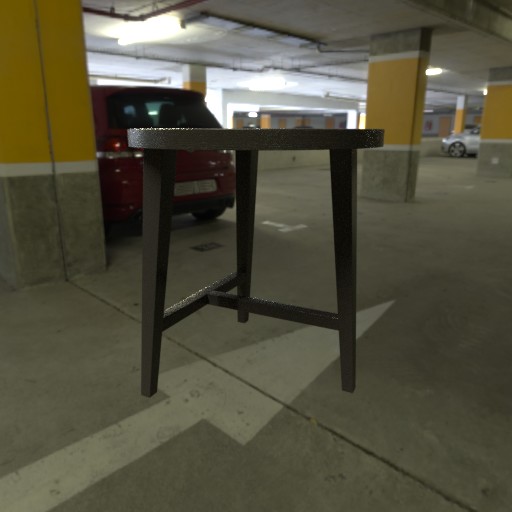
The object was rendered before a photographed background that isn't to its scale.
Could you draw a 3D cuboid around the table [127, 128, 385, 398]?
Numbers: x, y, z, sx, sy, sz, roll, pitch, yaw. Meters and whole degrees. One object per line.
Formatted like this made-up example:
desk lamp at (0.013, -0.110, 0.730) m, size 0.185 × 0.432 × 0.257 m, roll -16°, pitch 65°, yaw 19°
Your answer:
table at (0.000, 0.000, 0.965) m, size 0.500 × 0.531 × 0.500 m, roll 0°, pitch 16°, yaw 0°
